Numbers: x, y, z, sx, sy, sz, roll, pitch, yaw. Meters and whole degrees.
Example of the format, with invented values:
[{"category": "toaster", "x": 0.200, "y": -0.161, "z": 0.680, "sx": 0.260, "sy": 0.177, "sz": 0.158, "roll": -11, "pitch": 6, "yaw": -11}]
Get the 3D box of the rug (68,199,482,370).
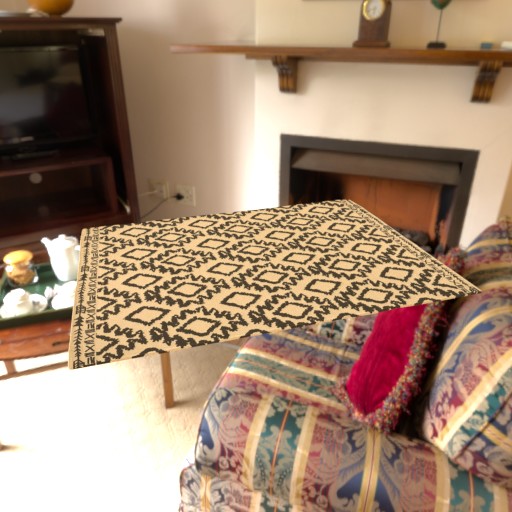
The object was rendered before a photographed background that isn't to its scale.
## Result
[{"category": "rug", "x": 0.000, "y": 0.000, "z": 4.399, "sx": 3.369, "sy": 0.036, "sz": 2.444, "roll": -8, "pitch": 28, "yaw": -15}]
